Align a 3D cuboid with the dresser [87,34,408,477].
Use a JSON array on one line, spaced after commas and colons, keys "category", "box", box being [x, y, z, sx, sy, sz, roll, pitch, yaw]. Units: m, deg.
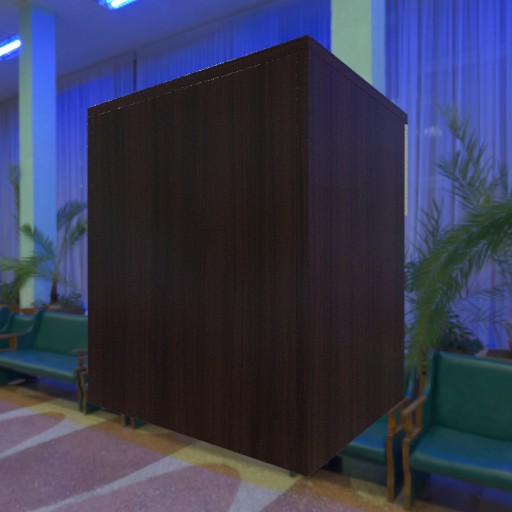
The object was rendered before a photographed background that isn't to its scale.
[{"category": "dresser", "box": [0.000, 0.000, 0.731, 0.400, 0.470, 0.360, 0, 0, 36]}]
